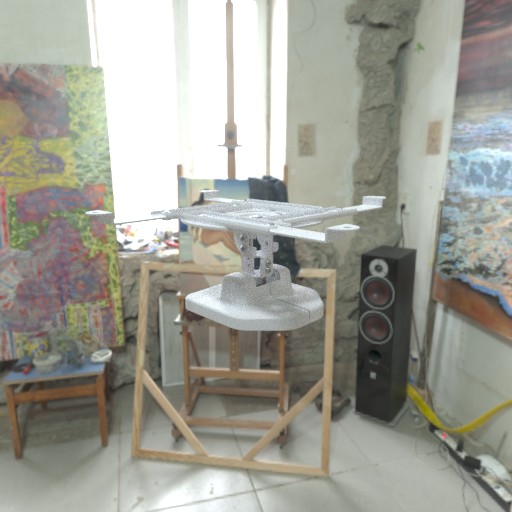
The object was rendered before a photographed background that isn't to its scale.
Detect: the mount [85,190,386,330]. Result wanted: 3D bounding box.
[{"bbox_3d":[0.000,0.000,0.597,0.394,0.141,0.394,13,19,43],"label":"mount"}]
